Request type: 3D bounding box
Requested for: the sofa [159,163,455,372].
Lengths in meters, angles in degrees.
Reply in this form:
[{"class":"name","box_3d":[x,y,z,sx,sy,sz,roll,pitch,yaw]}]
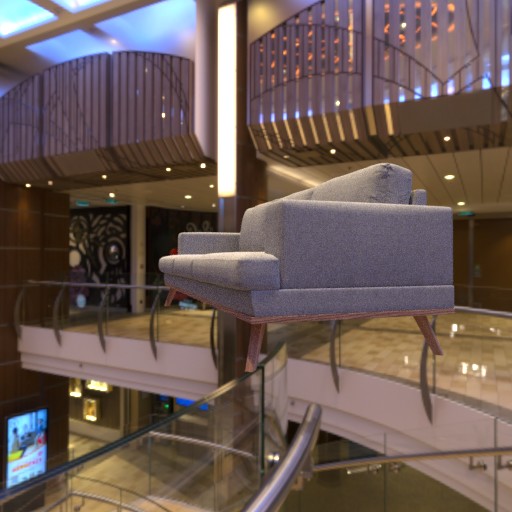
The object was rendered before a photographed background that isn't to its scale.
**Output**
[{"class":"sofa","box_3d":[0.000,0.000,2.713,0.920,0.810,2.310,0,0,-19]}]
